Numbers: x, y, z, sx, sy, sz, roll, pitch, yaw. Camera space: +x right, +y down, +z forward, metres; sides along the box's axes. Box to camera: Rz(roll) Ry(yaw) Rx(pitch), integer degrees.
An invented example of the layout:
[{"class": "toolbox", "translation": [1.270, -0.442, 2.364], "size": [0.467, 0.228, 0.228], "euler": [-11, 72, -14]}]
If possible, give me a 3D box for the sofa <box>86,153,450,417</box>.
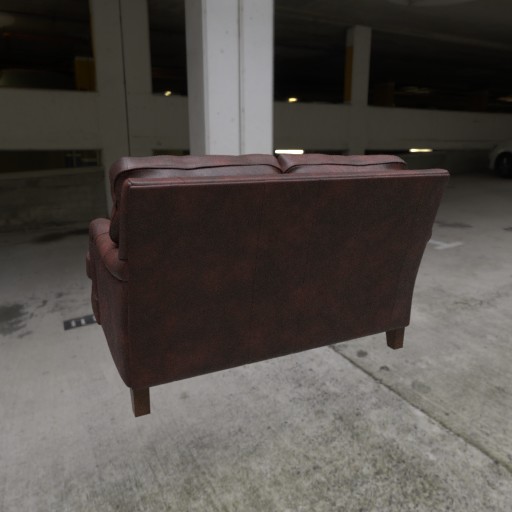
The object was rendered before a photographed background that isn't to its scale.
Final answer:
[{"class": "sofa", "translation": [0.000, 0.000, 2.365], "size": [1.628, 1.070, 1.148], "euler": [-7, 15, -26]}]
